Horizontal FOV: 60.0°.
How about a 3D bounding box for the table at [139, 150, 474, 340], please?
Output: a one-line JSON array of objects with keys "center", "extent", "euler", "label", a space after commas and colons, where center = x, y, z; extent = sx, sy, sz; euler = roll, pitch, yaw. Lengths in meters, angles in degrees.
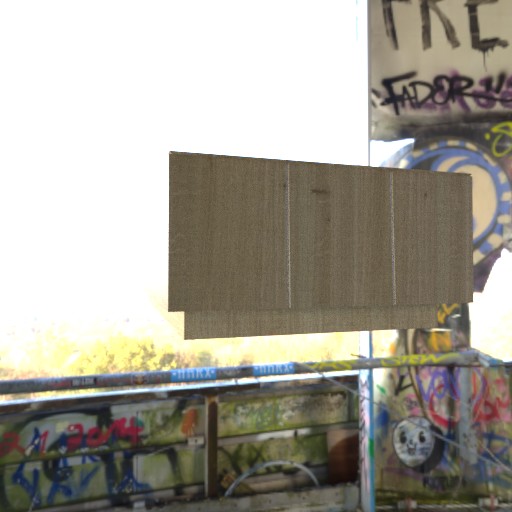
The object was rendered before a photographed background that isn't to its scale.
[{"center": [0.000, 0.000, 1.426], "extent": [0.678, 0.353, 1.110], "euler": [0, -1, -17], "label": "table"}]
